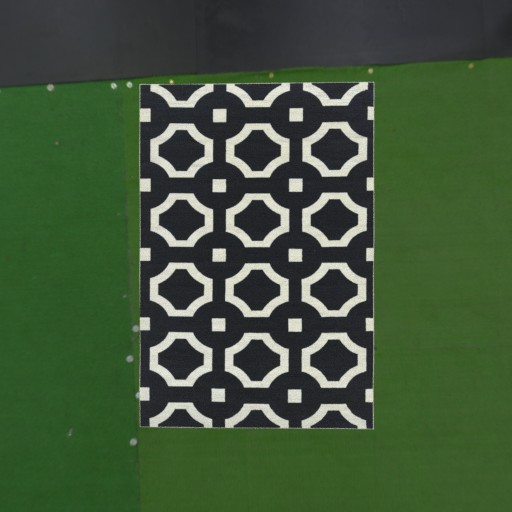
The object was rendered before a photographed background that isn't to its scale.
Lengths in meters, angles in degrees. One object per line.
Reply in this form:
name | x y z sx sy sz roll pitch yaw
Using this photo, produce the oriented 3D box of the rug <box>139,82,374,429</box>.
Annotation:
rug | 0.000 0.000 2.935 1.555 0.016 2.286 0 90 1
